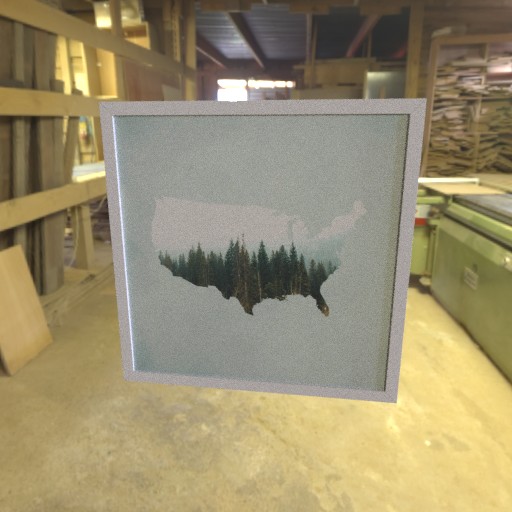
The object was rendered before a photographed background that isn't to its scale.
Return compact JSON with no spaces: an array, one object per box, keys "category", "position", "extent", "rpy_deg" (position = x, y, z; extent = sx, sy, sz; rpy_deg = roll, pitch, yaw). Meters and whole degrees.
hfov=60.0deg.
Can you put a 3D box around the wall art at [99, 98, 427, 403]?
[{"category":"wall art","position":[0.000,0.000,0.770],"extent":[0.509,0.509,0.040],"rpy_deg":[2,16,8]}]
